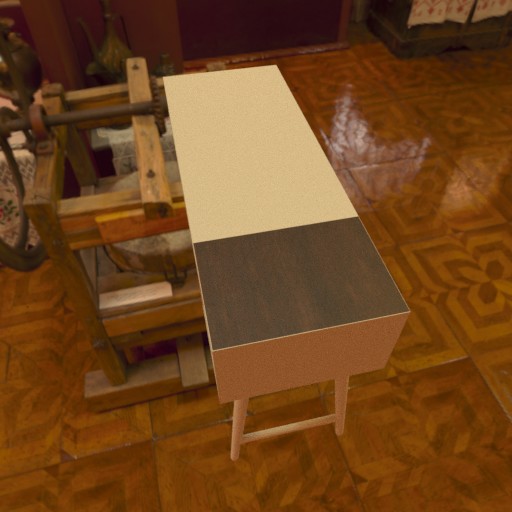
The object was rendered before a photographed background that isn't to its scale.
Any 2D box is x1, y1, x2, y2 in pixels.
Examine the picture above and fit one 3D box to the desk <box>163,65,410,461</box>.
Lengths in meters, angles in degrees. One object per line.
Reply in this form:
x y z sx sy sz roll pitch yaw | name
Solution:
0.000 0.000 1.482 0.409 0.761 1.069 -10 50 -8 | desk
